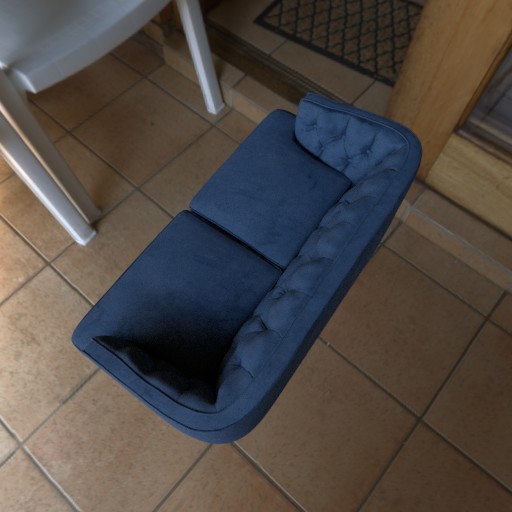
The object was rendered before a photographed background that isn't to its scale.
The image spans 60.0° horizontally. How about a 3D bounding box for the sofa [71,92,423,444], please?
[{"bbox_3d":[0.000,0.000,2.245,0.941,0.854,1.733,33,69,14],"label":"sofa"}]
